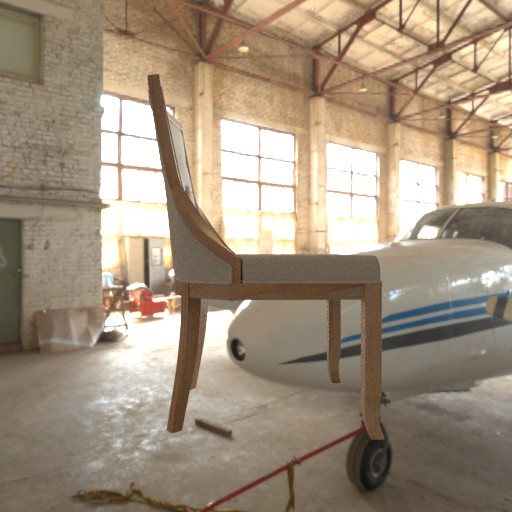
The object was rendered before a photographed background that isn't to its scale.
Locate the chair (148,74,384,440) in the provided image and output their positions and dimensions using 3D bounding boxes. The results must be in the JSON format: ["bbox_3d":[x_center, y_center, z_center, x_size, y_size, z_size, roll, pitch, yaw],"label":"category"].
[{"bbox_3d":[0.000,0.000,1.386,0.641,0.947,0.524,0,1,-2],"label":"chair"}]
